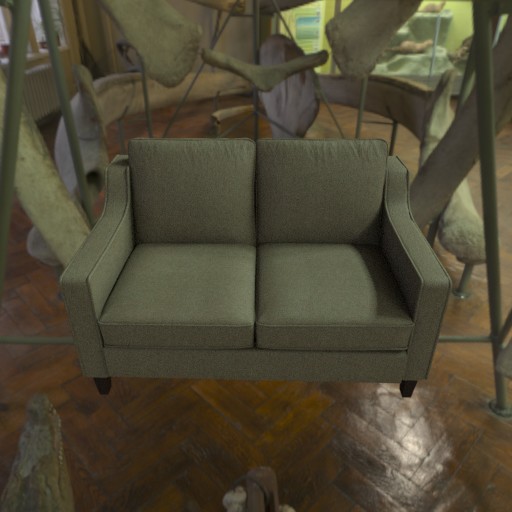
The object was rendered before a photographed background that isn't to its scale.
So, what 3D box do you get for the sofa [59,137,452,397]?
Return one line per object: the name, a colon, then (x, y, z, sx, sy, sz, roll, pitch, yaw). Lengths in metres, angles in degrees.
sofa: (0.000, 0.000, 2.137, 1.503, 0.981, 0.985, 0, 31, 1)
